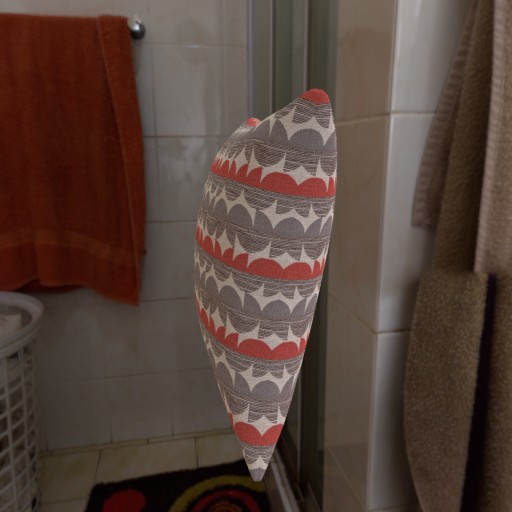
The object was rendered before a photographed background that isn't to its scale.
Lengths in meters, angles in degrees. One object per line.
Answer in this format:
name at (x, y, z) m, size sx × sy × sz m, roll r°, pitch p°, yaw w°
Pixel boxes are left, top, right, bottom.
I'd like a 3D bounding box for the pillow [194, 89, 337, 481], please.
pillow at (0.000, 0.000, 0.643) m, size 0.180 × 0.410 × 0.420 m, roll -2°, pitch 14°, yaw -9°
